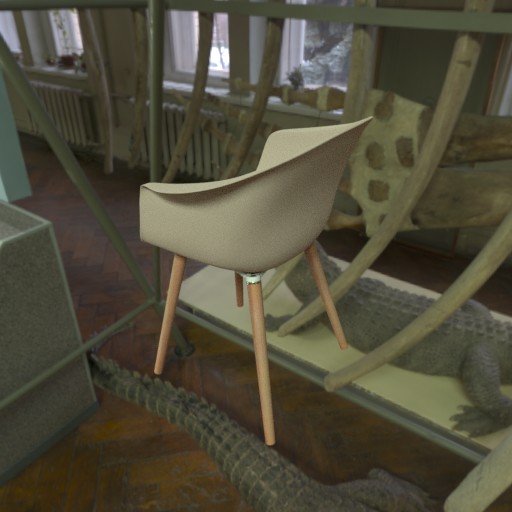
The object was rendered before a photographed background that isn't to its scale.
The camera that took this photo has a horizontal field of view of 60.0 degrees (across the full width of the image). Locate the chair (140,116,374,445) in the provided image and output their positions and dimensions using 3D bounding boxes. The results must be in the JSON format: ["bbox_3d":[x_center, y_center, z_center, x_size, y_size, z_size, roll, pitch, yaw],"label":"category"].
[{"bbox_3d":[0.000,0.000,1.202,0.504,0.781,0.593,20,36,30],"label":"chair"}]
